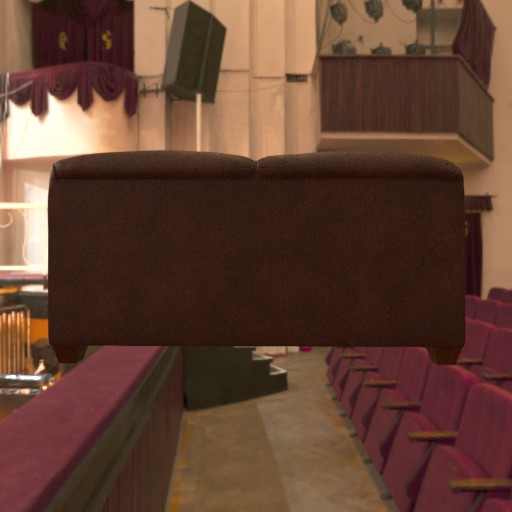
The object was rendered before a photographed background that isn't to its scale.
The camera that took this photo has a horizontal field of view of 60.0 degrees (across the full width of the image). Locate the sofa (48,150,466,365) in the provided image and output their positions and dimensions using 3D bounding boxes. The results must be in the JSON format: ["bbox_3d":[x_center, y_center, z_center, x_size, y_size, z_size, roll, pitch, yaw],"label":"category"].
[{"bbox_3d":[0.000,0.000,2.418,1.856,0.966,1.000,0,0,1],"label":"sofa"}]
